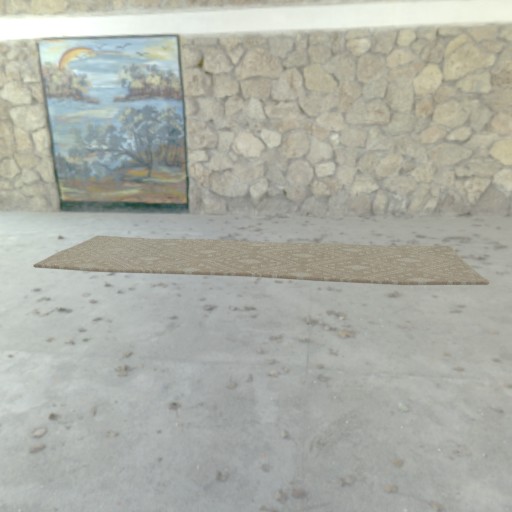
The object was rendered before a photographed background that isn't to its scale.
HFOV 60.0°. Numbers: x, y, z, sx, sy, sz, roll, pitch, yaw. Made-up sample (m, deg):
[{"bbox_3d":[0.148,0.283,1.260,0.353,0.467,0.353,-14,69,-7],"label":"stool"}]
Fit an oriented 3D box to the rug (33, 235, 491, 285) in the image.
[{"bbox_3d":[0.000,0.000,2.700,2.452,0.051,0.752,2,16,8],"label":"rug"}]
